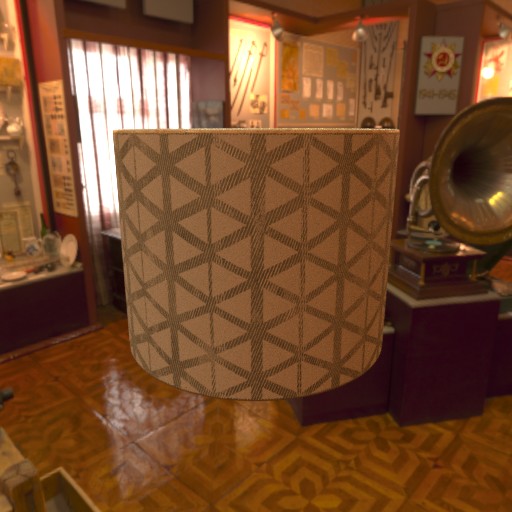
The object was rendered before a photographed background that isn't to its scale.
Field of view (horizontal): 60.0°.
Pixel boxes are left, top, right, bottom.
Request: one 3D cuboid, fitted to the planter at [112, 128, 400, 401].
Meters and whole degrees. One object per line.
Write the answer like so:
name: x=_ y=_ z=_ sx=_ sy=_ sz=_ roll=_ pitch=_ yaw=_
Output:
planter: x=0.000 y=0.000 z=0.331 sx=0.190 sy=0.181 sz=0.190 roll=0 pitch=16 yaw=0
